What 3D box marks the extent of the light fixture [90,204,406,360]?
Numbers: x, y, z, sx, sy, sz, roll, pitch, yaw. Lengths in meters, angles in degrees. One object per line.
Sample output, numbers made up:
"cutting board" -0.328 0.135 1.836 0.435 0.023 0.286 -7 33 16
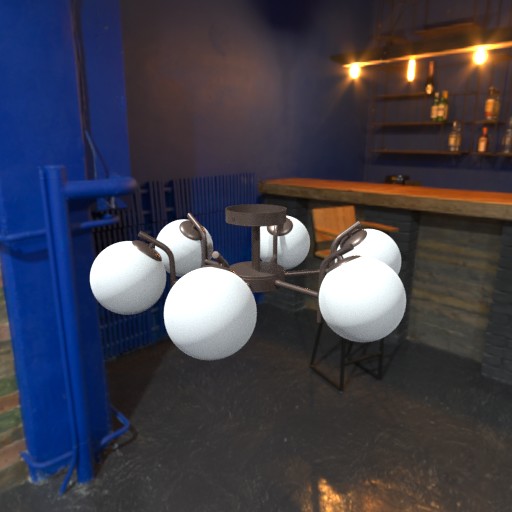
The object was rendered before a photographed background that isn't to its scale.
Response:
"light fixture" 0.000 0.000 0.931 0.662 0.201 0.662 0 15 0
